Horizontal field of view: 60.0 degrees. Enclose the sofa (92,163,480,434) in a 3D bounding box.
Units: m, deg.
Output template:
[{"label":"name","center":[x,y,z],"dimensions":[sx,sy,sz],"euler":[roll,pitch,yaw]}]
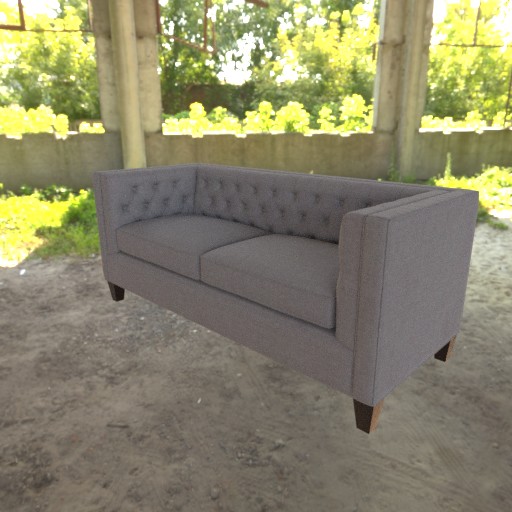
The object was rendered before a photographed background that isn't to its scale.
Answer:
[{"label":"sofa","center":[0.000,0.000,2.214],"dimensions":[1.778,0.762,0.775],"euler":[16,23,41]}]
